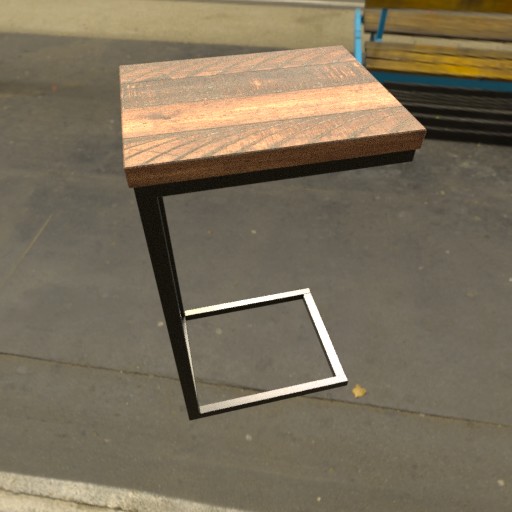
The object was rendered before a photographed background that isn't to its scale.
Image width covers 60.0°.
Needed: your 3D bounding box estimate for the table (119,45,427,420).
[{"bbox_3d":[0.000,0.000,0.947,0.414,0.718,0.323,-9,46,-9],"label":"table"}]
